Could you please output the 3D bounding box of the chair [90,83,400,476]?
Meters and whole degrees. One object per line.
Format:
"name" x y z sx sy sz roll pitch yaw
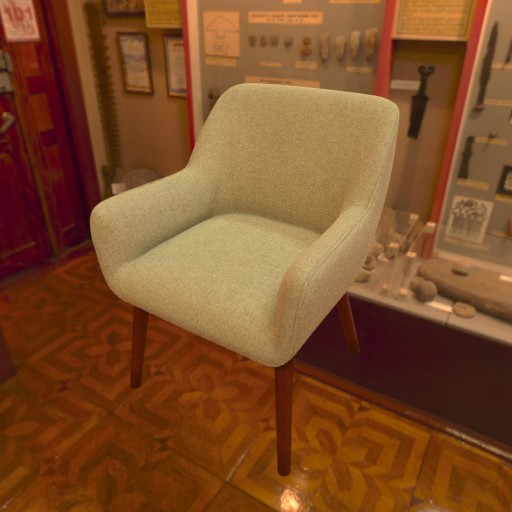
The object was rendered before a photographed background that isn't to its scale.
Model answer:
"chair" 0.000 0.000 1.232 0.610 0.813 0.610 18 34 28
